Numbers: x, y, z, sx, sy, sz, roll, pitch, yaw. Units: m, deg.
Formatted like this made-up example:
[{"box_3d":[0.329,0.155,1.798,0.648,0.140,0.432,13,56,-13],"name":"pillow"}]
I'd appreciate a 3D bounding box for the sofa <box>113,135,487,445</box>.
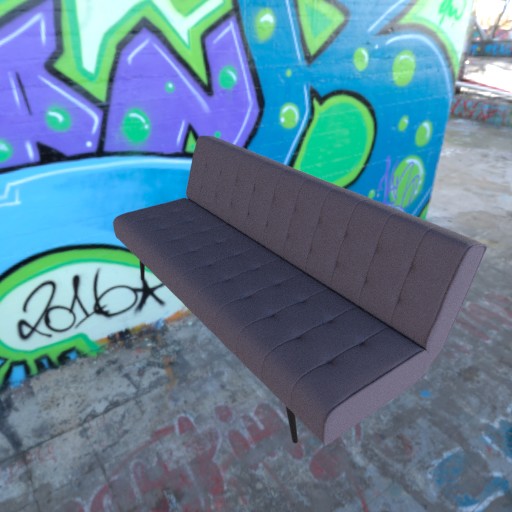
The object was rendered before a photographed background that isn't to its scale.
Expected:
[{"box_3d":[0.000,0.000,2.047,0.747,0.699,1.703,-20,35,-31],"name":"sofa"}]
